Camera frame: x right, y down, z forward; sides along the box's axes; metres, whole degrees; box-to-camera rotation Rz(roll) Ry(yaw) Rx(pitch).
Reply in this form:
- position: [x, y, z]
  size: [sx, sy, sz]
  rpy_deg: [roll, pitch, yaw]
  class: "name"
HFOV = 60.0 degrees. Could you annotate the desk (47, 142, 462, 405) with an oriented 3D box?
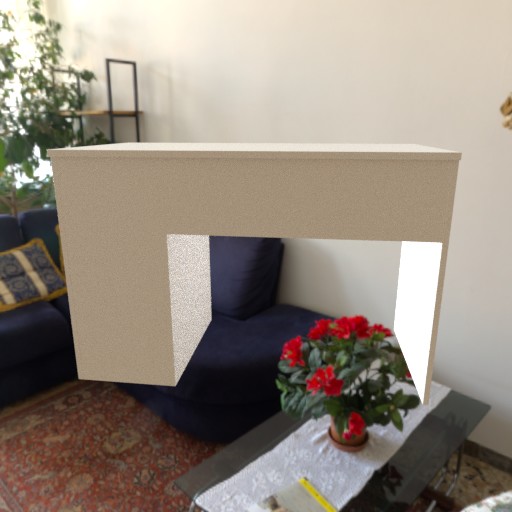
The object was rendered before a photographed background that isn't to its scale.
- position: [0.000, 0.000, 1.530]
  size: [1.097, 0.735, 0.560]
  rpy_deg: [2, 16, 7]
  class: "desk"
